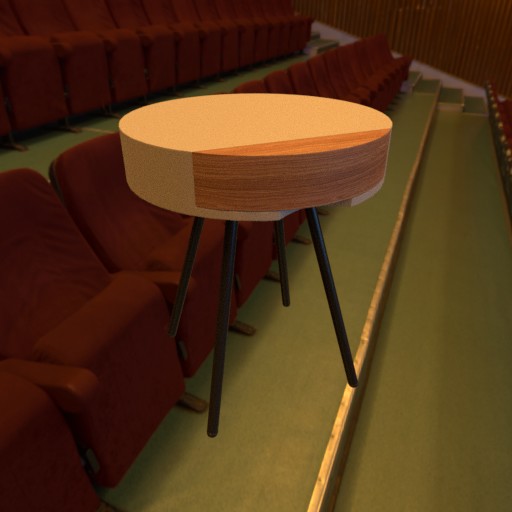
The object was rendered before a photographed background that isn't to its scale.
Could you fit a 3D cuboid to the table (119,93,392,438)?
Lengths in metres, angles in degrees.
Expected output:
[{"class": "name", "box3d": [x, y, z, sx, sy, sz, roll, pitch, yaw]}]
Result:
[{"class": "table", "box3d": [0.000, 0.000, 0.854, 0.450, 0.525, 0.450, 0, 29, 0]}]
